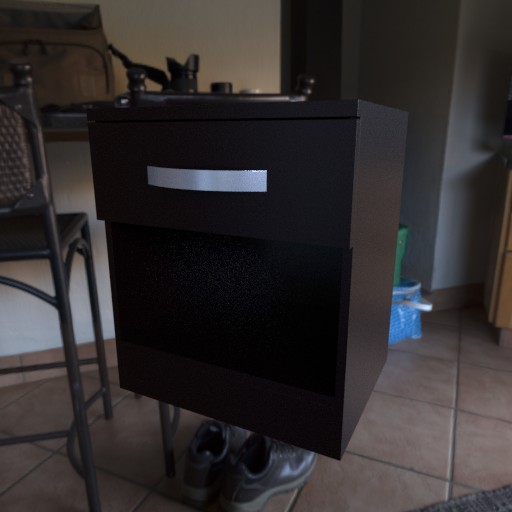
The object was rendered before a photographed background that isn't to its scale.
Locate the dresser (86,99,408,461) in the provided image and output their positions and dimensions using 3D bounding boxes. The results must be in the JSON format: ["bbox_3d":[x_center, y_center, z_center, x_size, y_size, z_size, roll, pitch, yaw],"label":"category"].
[{"bbox_3d":[0.000,0.000,0.751,0.400,0.470,0.360,8,17,26],"label":"dresser"}]
